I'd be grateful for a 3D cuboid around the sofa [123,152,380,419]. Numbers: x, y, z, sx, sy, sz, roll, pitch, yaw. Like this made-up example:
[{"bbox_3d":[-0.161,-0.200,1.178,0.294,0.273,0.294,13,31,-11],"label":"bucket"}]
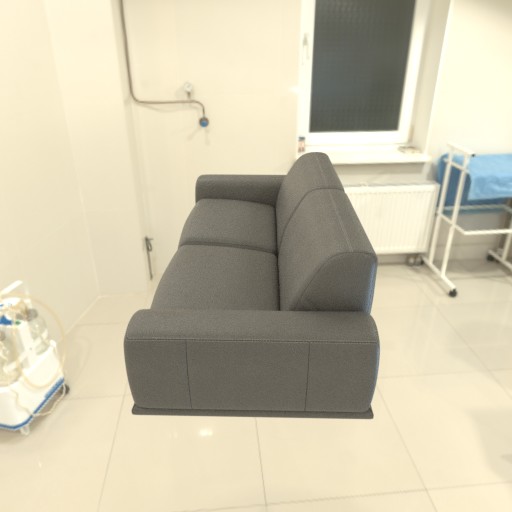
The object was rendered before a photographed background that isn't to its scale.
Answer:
[{"bbox_3d":[0.000,0.000,2.356,0.900,0.772,1.901,1,27,1],"label":"sofa"}]
